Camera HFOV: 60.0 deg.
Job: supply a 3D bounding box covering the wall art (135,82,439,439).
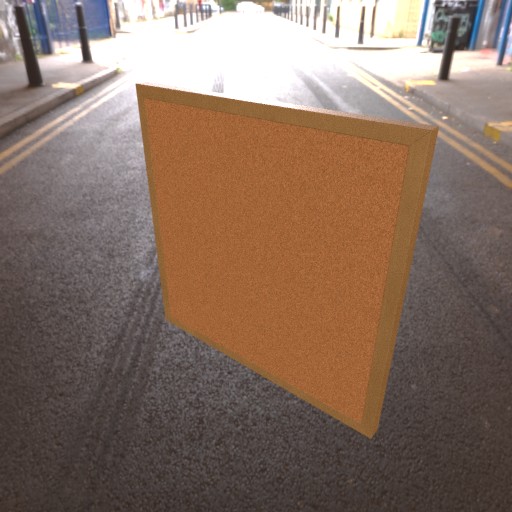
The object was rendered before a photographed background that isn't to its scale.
[{"bbox_3d":[0.000,0.000,1.132,0.763,0.763,0.037,22,36,33],"label":"wall art"}]
